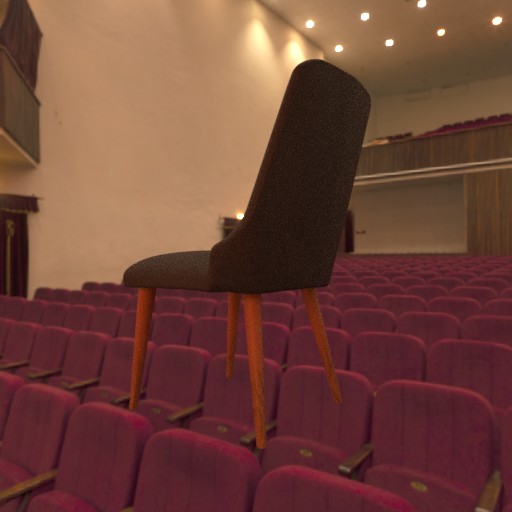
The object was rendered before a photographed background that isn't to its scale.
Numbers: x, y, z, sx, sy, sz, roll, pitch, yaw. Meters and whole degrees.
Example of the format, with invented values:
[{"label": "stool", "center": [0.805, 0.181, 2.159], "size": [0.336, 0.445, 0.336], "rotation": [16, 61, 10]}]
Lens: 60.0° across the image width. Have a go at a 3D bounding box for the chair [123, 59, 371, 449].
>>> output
[{"label": "chair", "center": [0.000, 0.000, 1.176], "size": [0.567, 0.820, 0.504], "rotation": [0, 0, 37]}]
